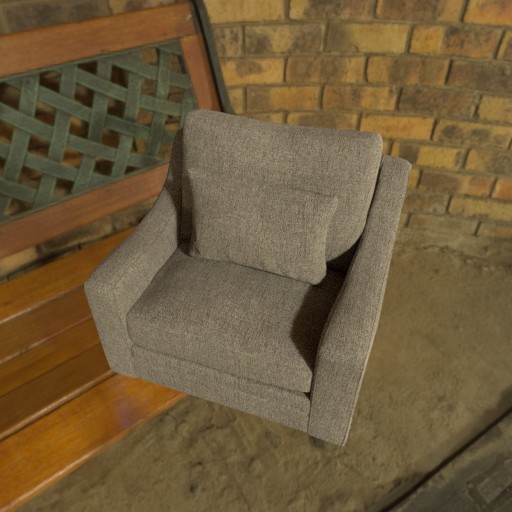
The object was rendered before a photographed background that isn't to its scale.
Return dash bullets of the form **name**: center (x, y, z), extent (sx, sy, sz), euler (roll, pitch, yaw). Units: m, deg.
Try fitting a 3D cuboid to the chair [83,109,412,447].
- **chair**: center (0.000, 0.000, 1.985), extent (1.138, 1.037, 1.009), euler (13, 42, 15)
